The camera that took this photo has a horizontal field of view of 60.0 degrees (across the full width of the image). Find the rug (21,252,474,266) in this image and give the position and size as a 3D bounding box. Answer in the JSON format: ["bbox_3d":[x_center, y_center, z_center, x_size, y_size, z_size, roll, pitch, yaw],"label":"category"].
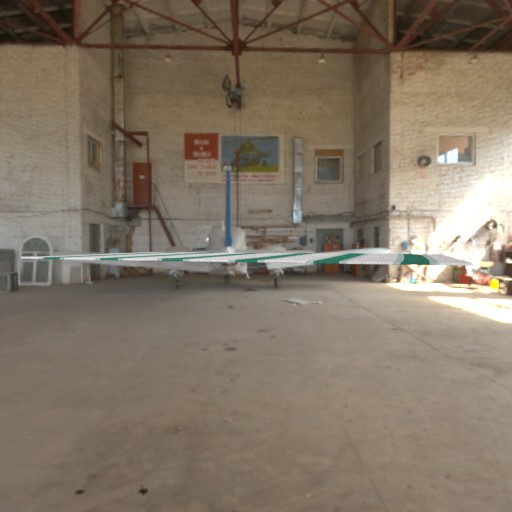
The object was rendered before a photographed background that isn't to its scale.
[{"bbox_3d":[0.000,0.000,2.960,2.436,0.015,1.521,1,2,18],"label":"rug"}]
